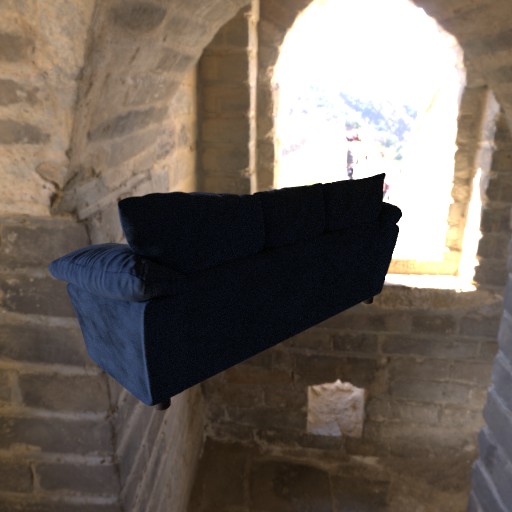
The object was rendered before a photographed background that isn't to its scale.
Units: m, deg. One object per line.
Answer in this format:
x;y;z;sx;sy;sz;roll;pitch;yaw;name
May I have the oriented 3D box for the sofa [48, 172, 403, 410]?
0.000;0.000;2.929;2.390;1.091;0.907;-16;23;-42;sofa
